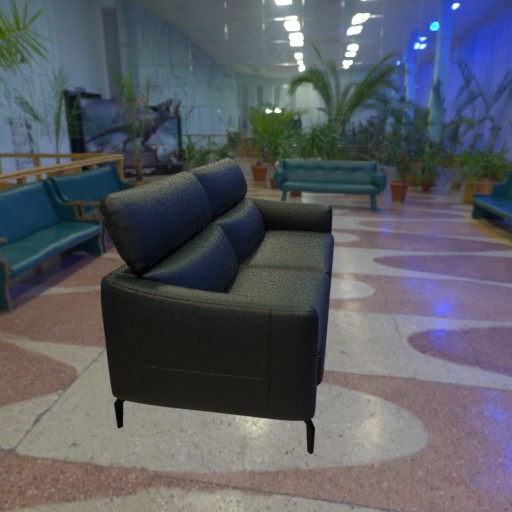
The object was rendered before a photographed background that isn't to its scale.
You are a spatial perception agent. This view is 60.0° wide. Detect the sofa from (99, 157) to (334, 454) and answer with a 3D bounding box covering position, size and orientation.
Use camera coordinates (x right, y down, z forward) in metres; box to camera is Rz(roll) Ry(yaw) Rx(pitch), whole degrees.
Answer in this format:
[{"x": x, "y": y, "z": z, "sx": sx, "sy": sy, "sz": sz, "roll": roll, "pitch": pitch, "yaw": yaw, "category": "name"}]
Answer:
[{"x": 0.000, "y": 0.000, "z": 2.523, "sx": 0.856, "sy": 0.957, "sz": 2.069, "roll": 3, "pitch": 17, "yaw": 10, "category": "sofa"}]
